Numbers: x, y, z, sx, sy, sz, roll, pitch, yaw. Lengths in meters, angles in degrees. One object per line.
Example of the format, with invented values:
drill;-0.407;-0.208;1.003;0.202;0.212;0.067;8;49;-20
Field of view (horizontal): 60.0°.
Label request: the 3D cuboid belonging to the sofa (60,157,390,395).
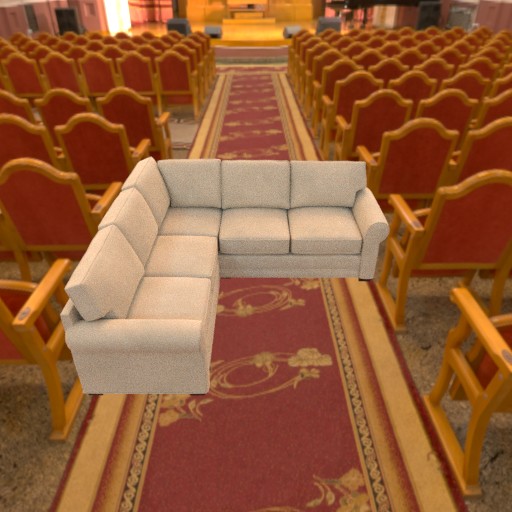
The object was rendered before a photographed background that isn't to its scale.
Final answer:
sofa;0.000;0.000;4.006;2.569;1.054;2.487;0;32;0
